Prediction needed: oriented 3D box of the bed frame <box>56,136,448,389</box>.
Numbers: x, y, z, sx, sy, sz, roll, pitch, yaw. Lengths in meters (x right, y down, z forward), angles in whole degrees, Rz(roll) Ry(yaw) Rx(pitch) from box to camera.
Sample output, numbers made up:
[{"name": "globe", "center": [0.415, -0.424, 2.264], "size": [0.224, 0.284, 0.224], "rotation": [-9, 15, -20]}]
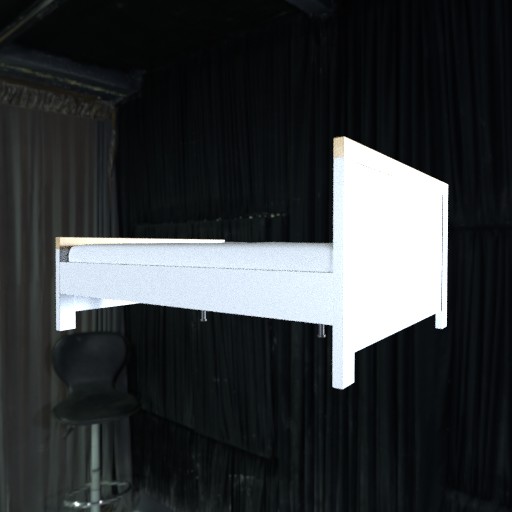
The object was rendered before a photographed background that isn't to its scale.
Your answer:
[{"name": "bed frame", "center": [0.000, 0.000, 2.987], "size": [2.050, 0.980, 1.670], "rotation": [1, 2, 36]}]
